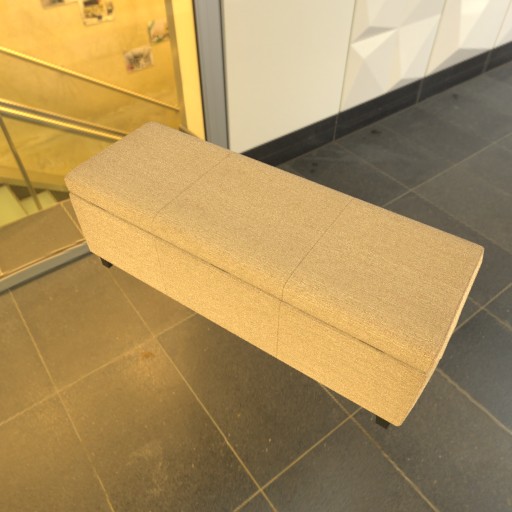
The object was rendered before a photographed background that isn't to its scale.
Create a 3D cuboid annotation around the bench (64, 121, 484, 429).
[{"bbox_3d":[0.000,0.000,1.486,1.269,0.438,0.446,26,51,22],"label":"bench"}]
